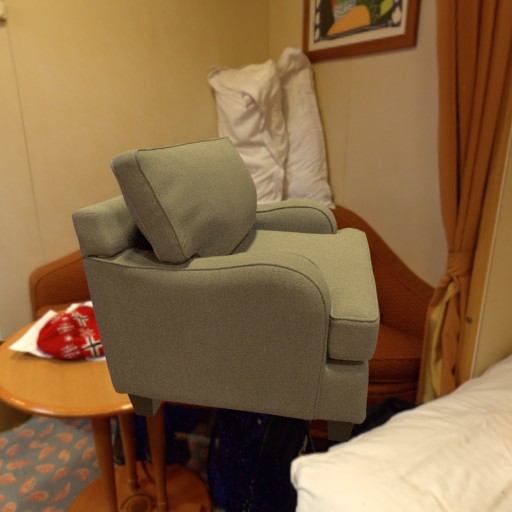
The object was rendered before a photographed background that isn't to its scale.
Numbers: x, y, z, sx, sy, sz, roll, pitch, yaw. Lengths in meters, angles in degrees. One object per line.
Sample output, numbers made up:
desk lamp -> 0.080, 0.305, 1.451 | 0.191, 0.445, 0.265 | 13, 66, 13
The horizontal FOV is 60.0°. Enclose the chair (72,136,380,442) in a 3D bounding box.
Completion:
chair -> 0.000, 0.000, 2.026 | 1.041, 1.016, 1.220 | 3, 18, 10
